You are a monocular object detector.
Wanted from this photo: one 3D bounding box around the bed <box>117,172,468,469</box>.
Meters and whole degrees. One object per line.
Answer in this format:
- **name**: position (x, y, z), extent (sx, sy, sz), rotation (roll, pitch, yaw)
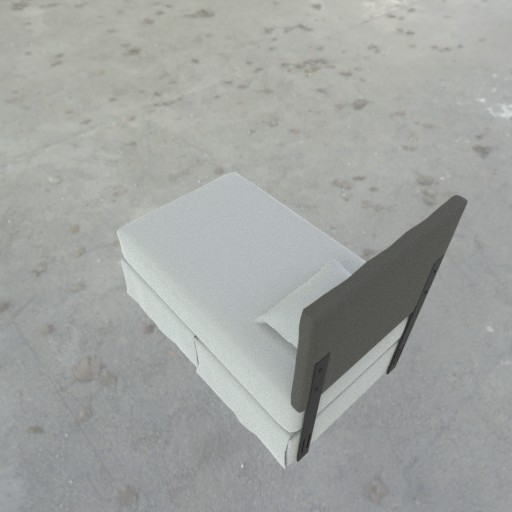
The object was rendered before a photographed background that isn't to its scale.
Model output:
- **bed**: position (0.000, 0.000, 3.037), extent (1.261, 1.571, 1.997), rotation (-32, 54, -27)
